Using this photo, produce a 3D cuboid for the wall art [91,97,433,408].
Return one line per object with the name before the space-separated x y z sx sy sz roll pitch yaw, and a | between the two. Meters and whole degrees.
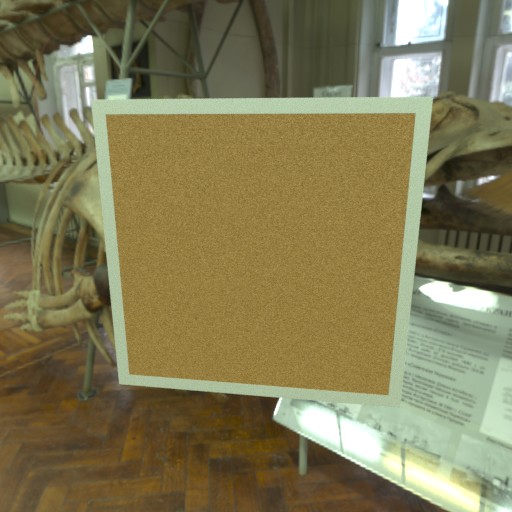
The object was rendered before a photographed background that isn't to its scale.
wall art | 0.000 0.000 0.452 0.305 0.302 0.038 2 17 8
